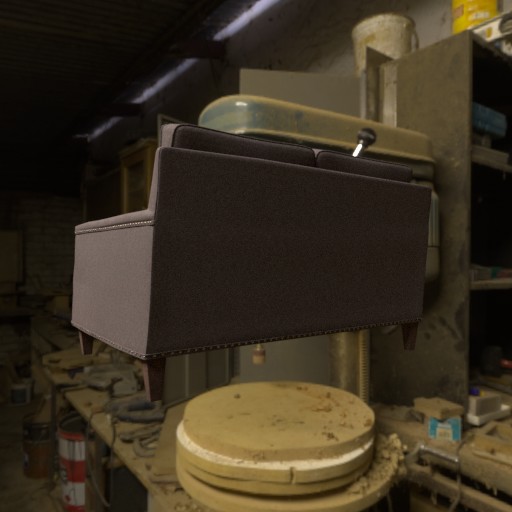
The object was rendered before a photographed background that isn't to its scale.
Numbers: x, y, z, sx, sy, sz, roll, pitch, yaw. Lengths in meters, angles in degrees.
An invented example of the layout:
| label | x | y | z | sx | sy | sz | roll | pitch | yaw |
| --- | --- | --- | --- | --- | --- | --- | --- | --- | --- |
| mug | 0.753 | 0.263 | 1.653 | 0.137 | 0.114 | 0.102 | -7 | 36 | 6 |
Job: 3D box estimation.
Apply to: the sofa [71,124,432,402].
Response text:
| label | x | y | z | sx | sy | sz | roll | pitch | yaw |
| --- | --- | --- | --- | --- | --- | --- | --- | --- | --- |
| sofa | 0.000 | 0.000 | 2.296 | 1.597 | 1.003 | 1.084 | 0 | 0 | -35 |
